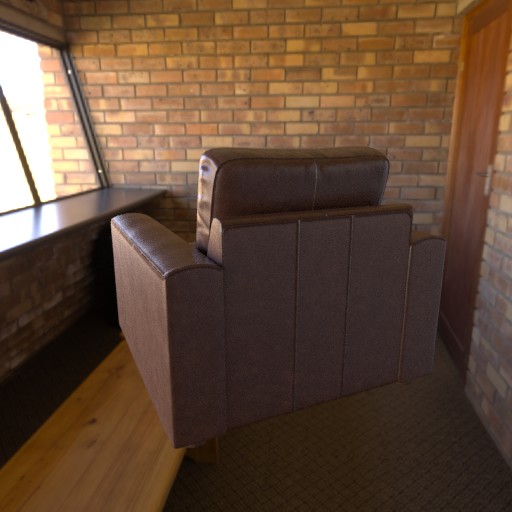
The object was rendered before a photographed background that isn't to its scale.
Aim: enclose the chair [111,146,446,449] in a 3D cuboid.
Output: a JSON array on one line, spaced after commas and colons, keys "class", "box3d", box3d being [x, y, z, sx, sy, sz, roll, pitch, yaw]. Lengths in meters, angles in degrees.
[{"class": "chair", "box3d": [0.000, 0.000, 1.805, 1.005, 0.873, 1.016, -7, 16, -24]}]
